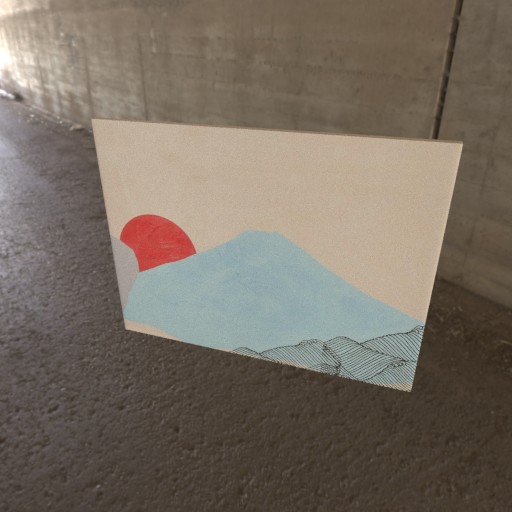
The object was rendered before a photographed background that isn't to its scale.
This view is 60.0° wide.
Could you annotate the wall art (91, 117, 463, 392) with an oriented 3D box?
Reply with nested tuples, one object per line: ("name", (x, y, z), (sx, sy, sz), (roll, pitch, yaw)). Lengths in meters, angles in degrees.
("wall art", (0.000, 0.000, 1.621), (1.219, 0.912, 0.042), (9, 28, 16))
